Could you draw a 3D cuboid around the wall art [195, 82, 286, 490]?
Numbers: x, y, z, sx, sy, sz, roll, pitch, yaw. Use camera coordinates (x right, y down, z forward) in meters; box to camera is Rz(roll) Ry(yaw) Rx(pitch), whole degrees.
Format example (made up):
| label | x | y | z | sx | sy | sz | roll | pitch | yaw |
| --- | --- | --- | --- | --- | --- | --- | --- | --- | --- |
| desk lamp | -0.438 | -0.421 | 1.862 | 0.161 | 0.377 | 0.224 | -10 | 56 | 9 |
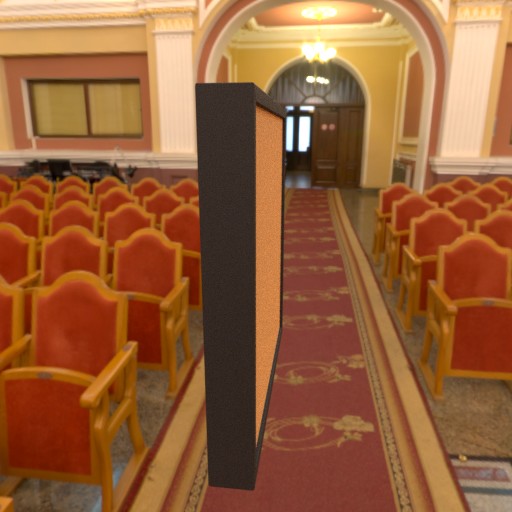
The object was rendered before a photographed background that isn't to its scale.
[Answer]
| label | x | y | z | sx | sy | sz | roll | pitch | yaw |
| --- | --- | --- | --- | --- | --- | --- | --- | --- | --- |
| wall art | 0.000 | 0.000 | 0.461 | 0.037 | 0.305 | 0.305 | 2 | 15 | 7 |
